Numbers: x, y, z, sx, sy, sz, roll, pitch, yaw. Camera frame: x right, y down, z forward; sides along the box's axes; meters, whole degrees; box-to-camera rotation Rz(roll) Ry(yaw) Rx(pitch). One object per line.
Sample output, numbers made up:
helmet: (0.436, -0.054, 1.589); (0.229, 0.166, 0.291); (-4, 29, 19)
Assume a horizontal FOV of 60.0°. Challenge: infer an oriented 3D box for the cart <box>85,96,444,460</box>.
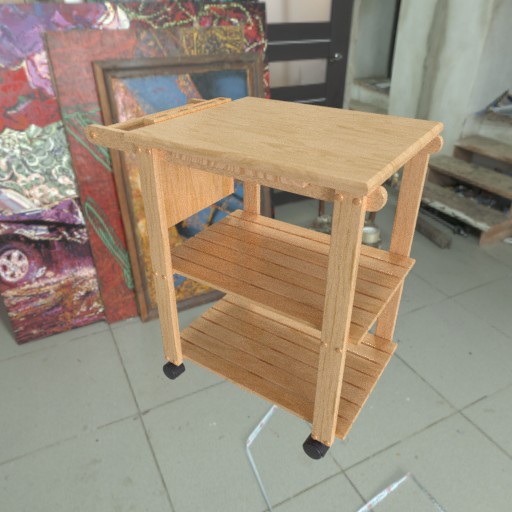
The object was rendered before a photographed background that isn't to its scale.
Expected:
cart: (0.000, 0.000, 1.344); (0.843, 0.816, 0.520); (19, 35, 28)
